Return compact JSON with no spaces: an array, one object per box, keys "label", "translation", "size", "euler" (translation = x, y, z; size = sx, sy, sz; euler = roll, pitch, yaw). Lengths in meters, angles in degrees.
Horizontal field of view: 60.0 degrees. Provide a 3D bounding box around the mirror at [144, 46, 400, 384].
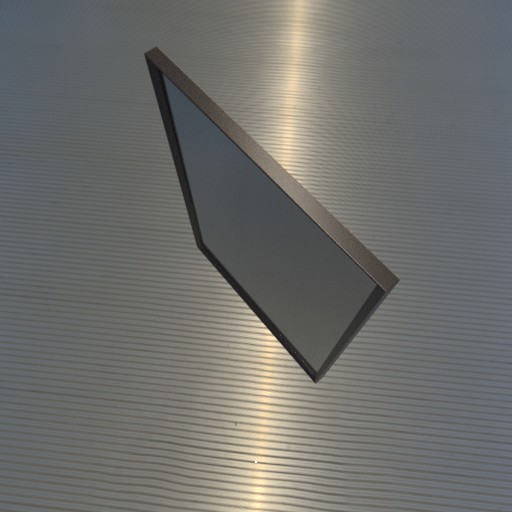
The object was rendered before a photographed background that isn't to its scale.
[{"label":"mirror","translation":[0.000,0.000,1.366],"size":[0.041,1.016,0.762],"euler":[-37,70,-16]}]
